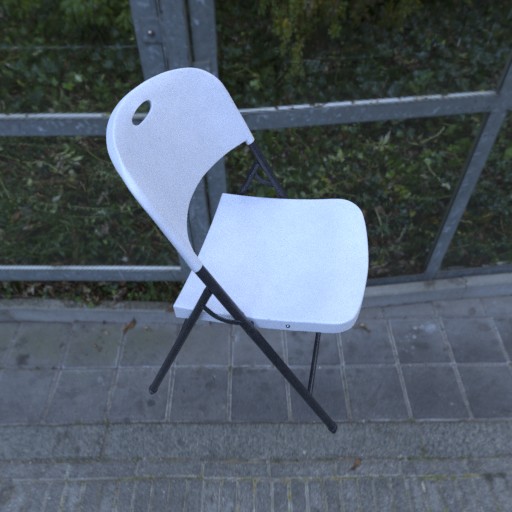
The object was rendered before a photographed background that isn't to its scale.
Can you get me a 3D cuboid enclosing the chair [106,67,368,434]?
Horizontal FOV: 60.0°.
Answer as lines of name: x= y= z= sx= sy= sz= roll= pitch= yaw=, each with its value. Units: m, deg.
chair: x=0.000 y=0.000 z=1.148 sx=0.566 sy=0.810 sz=0.494 roll=9 pitch=47 yaw=9
